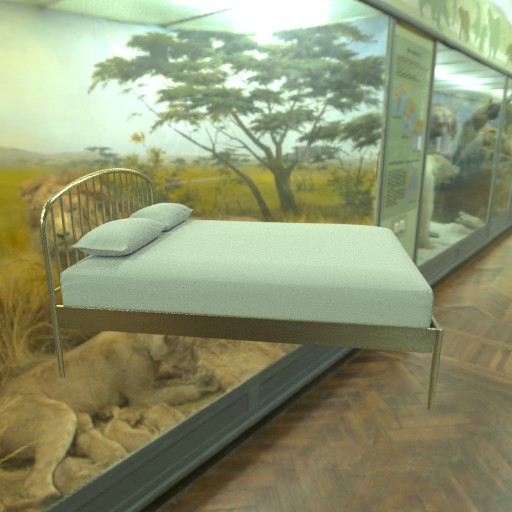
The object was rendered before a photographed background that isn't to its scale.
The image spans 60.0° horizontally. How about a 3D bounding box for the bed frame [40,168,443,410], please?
[{"bbox_3d":[0.000,0.000,3.113,2.152,1.175,1.612,2,16,8],"label":"bed frame"}]
